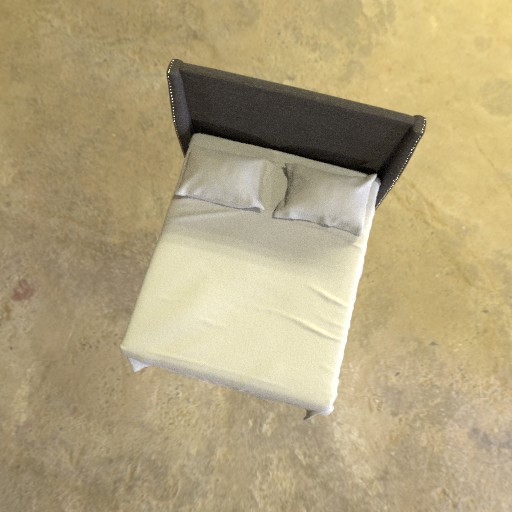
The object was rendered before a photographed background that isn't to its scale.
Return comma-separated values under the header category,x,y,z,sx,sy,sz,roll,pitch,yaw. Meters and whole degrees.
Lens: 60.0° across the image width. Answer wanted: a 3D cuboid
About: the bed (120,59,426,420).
category,x,y,z,sx,sy,sz,roll,pitch,yaw
bed,0.000,0.000,3.530,1.925,1.332,2.276,15,75,4
